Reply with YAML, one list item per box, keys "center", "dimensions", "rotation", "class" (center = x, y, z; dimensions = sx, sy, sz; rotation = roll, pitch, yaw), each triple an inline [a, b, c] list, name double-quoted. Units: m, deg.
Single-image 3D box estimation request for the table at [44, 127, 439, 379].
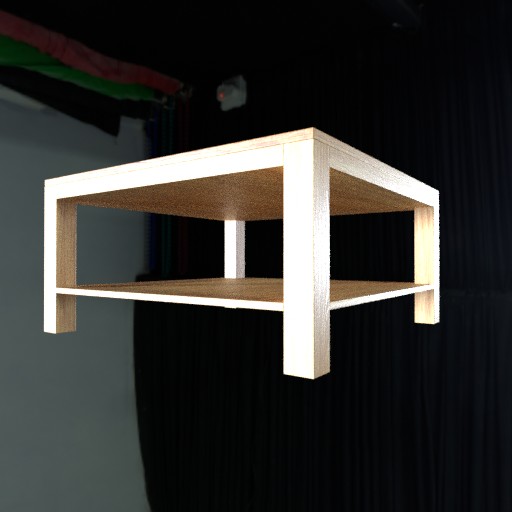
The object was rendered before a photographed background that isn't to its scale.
- center: [0.000, 0.000, 1.419]
  dimensions: [0.900, 0.450, 0.900]
  rotation: [0, -1, 36]
  class: "table"
